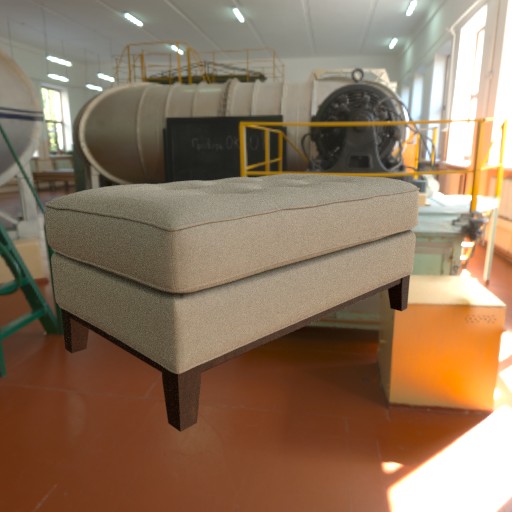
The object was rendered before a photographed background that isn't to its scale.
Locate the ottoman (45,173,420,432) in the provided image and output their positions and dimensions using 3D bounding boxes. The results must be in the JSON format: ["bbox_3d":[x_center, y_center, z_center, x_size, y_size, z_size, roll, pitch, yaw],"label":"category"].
[{"bbox_3d":[0.000,0.000,1.502,0.648,0.508,1.143,13,19,43],"label":"ottoman"}]
